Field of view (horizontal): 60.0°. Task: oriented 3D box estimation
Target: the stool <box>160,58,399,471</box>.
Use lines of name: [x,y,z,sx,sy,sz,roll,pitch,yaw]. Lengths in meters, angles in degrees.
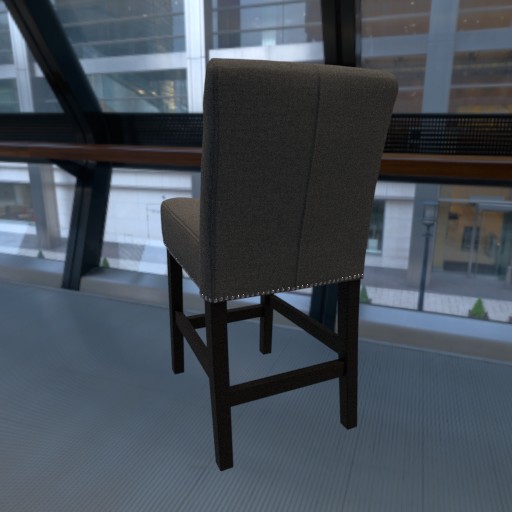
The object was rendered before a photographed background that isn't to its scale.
stool: [0.000,0.000,1.183,0.427,0.885,0.571,-7,16,-25]
